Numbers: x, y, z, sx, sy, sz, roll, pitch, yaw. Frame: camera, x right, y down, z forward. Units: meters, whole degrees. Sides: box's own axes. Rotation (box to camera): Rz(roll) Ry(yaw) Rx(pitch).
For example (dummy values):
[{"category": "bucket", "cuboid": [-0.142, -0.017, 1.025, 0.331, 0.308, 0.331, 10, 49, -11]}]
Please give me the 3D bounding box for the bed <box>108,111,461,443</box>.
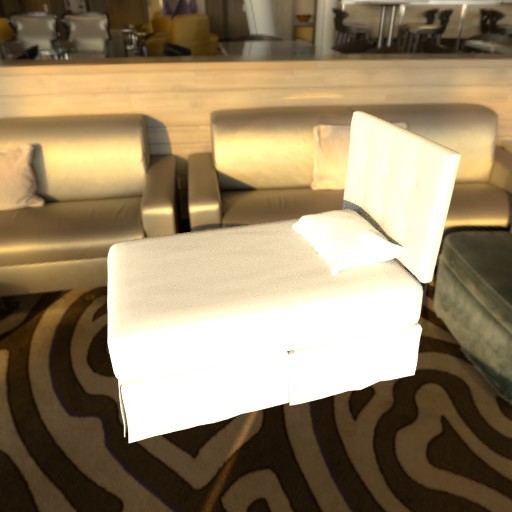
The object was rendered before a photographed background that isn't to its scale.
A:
[{"category": "bed", "cuboid": [0.000, 0.000, 2.979, 1.997, 1.571, 1.261, -8, 31, -14]}]
